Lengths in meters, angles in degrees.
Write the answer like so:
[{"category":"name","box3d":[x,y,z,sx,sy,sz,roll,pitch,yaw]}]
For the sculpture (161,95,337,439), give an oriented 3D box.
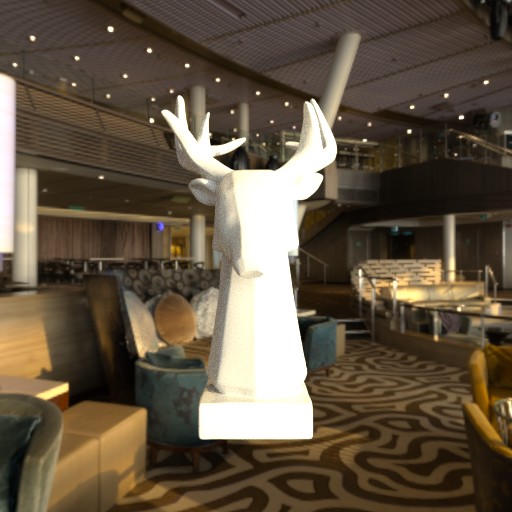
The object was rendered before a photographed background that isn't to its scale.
[{"category":"sculpture","box3d":[0.000,0.000,0.448,0.174,0.329,0.224,0,0,0]}]
